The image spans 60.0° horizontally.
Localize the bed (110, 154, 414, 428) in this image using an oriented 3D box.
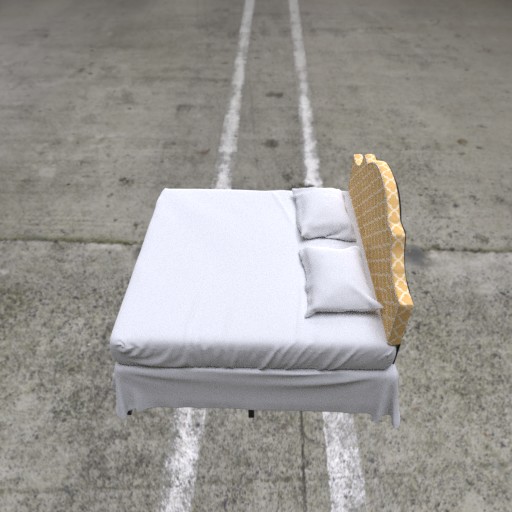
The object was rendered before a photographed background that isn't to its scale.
[{"bbox_3d":[0.000,0.000,3.711,2.222,1.601,2.314,1,40,1],"label":"bed"}]
